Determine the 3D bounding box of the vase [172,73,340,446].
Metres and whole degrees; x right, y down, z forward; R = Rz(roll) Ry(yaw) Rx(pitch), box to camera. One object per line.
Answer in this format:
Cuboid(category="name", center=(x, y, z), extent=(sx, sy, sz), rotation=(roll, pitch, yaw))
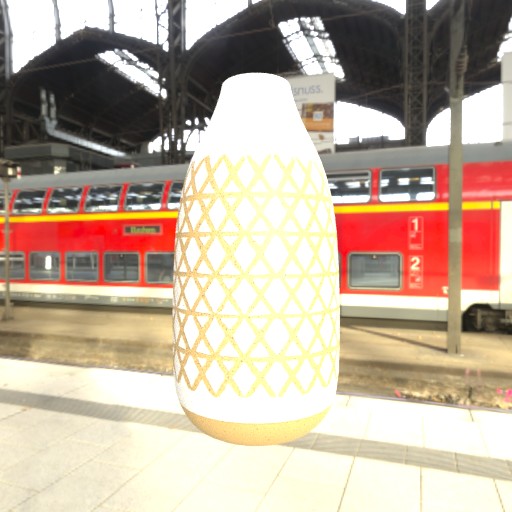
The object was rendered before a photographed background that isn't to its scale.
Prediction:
Cuboid(category="vase", center=(0.000, 0.000, 0.499), extent=(0.186, 0.380, 0.186), rotation=(0, 1, 0))
